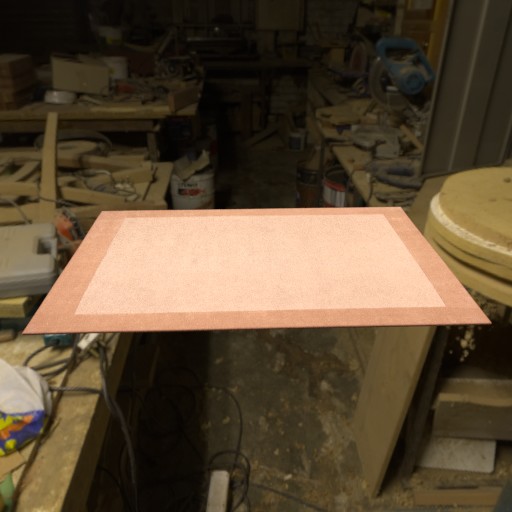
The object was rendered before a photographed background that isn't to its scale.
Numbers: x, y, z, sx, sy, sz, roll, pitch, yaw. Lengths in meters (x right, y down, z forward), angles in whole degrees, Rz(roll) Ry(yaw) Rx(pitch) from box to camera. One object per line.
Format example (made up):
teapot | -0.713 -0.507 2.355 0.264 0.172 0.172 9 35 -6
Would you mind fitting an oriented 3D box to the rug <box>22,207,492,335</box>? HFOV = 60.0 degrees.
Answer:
rug | 0.000 0.000 2.954 2.438 0.014 1.524 -1 30 -2
